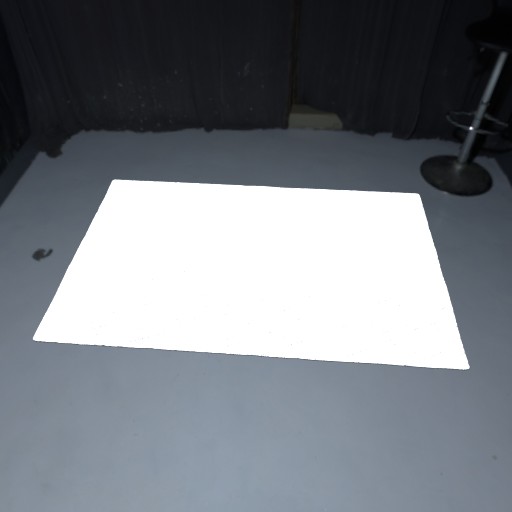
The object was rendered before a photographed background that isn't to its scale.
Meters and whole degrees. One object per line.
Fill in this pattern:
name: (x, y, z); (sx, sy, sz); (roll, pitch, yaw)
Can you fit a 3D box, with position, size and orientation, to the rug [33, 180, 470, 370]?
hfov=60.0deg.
rug: (0.000, 0.000, 2.989); (2.442, 0.010, 1.546); (3, 46, 3)
